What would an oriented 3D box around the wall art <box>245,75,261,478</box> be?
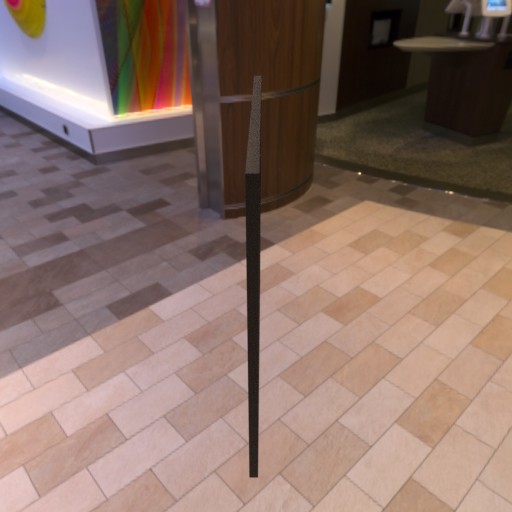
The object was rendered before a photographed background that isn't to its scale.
[{"bbox_3d":[0.000,0.000,1.240,0.022,0.807,0.807,0,32,1],"label":"wall art"}]
